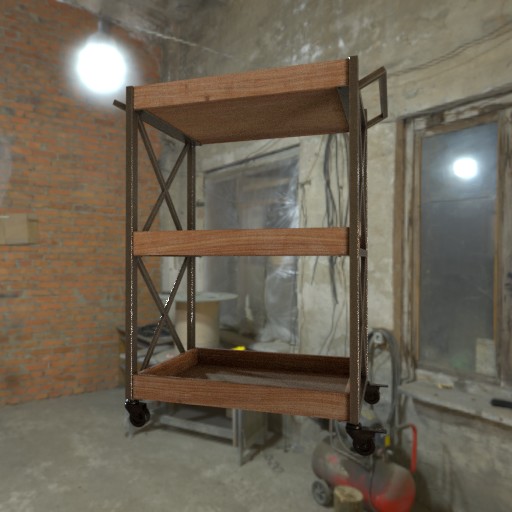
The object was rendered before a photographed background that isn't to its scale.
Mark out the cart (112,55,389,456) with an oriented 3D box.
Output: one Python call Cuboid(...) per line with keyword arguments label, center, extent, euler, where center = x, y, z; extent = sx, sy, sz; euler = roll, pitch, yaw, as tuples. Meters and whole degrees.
Cuboid(label="cart", center=(0.000, 0.000, 1.181), extent=(0.673, 0.835, 0.377), euler=(0, -1, 17))
